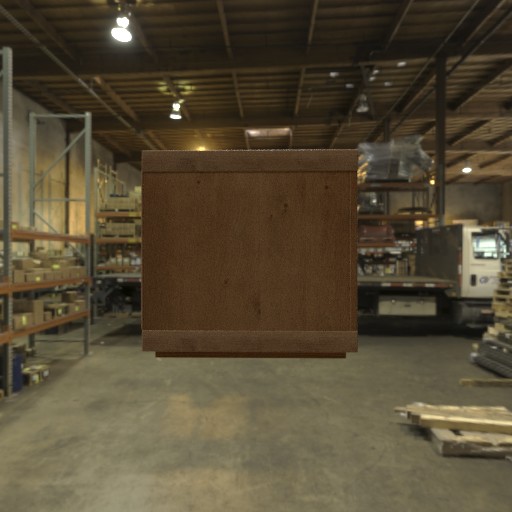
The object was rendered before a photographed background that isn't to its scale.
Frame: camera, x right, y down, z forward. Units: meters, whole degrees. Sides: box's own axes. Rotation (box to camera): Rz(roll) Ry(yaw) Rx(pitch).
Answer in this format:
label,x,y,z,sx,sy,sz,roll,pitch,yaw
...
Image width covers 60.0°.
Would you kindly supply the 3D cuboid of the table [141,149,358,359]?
label,x,y,z,sx,sy,sz,roll,pitch,yaw
table,0.000,0.000,1.767,0.499,0.491,1.499,0,0,1
